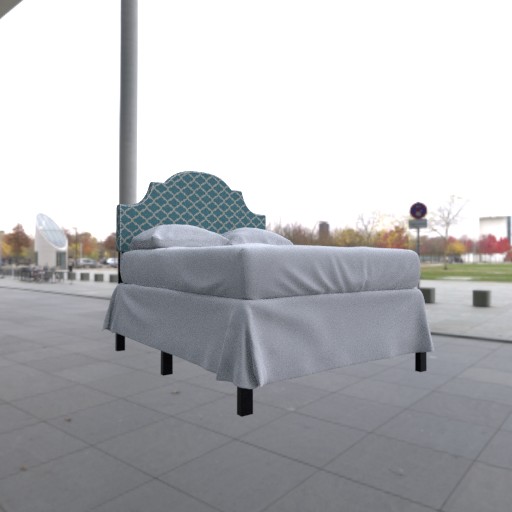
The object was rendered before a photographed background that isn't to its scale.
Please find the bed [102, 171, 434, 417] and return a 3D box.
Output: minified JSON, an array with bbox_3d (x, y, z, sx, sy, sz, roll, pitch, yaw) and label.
[{"bbox_3d":[0.000,0.000,3.505,1.780,1.633,2.222,0,0,-35],"label":"bed"}]
